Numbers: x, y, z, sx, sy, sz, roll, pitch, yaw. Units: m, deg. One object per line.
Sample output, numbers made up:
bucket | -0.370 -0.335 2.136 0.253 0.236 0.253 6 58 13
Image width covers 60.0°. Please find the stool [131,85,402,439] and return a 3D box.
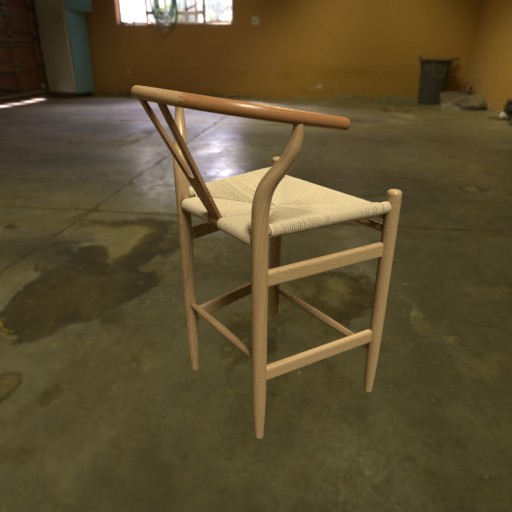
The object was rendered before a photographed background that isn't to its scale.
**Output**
stool | 0.000 0.000 1.260 0.575 0.923 0.536 -17 30 -33
